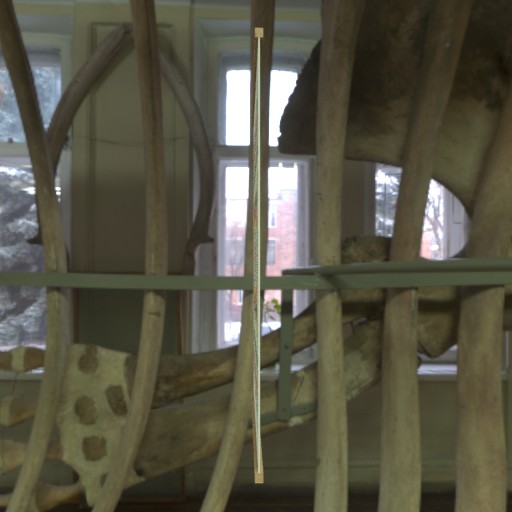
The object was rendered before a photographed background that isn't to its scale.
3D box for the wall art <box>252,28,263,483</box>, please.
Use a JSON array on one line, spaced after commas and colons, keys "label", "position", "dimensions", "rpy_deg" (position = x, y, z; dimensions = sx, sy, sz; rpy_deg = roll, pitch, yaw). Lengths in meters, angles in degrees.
[{"label": "wall art", "position": [0.000, 0.000, 1.991], "dimensions": [0.028, 1.533, 0.999], "rpy_deg": [0, -1, -1]}]
